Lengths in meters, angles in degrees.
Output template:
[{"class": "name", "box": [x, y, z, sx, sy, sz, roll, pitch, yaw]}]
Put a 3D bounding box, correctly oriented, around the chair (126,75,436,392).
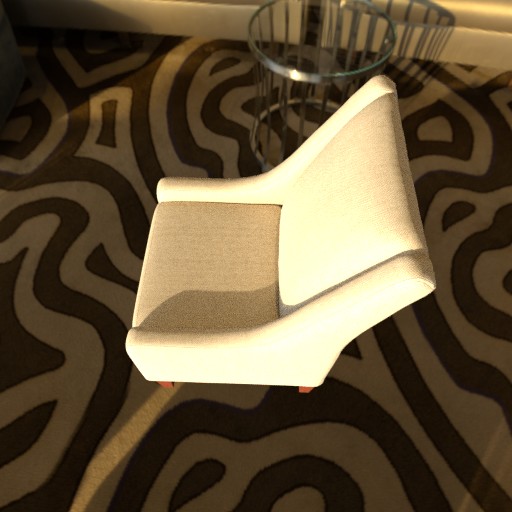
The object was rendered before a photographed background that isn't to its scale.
[{"class": "chair", "box": [0.000, 0.000, 1.625, 0.870, 1.014, 0.774, 2, 58, 1]}]
